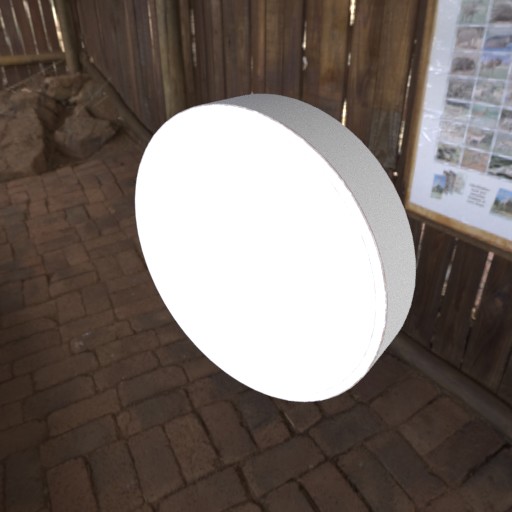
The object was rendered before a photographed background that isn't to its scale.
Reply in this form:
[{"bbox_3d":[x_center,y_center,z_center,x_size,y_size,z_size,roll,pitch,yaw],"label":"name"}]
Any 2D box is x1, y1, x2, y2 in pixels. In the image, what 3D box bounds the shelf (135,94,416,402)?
[{"bbox_3d":[0.000,0.000,1.192,0.806,0.807,0.158,21,36,33],"label":"shelf"}]
